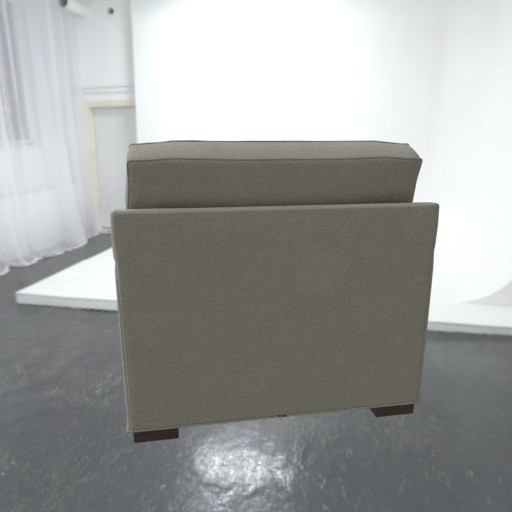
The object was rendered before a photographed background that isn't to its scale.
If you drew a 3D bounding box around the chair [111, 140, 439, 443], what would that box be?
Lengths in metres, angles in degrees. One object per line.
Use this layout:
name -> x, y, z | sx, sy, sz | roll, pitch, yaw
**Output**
chair -> 0.000, 0.000, 1.852 | 0.999, 0.934, 1.044 | -2, 15, -9
